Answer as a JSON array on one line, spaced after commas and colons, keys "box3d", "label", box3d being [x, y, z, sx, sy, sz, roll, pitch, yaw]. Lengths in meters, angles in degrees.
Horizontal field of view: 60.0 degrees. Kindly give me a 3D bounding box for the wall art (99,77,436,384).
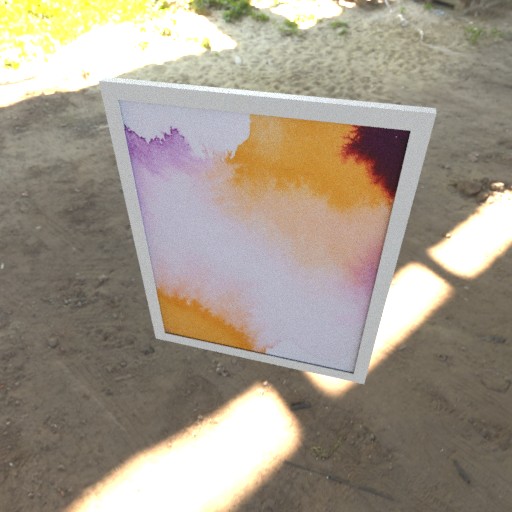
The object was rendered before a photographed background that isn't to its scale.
[{"box3d": [0.000, 0.000, 1.111, 0.661, 0.811, 0.026, 10, 41, 12], "label": "wall art"}]
